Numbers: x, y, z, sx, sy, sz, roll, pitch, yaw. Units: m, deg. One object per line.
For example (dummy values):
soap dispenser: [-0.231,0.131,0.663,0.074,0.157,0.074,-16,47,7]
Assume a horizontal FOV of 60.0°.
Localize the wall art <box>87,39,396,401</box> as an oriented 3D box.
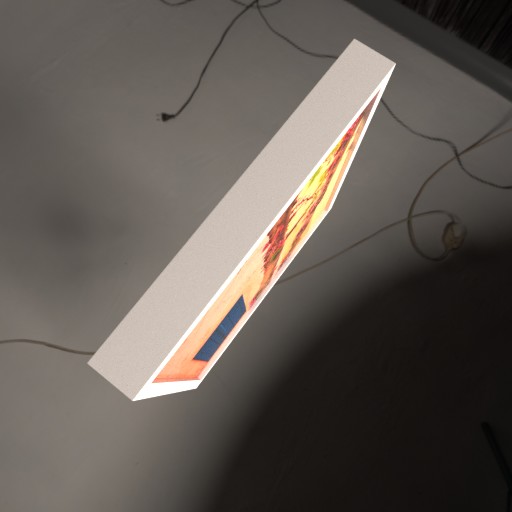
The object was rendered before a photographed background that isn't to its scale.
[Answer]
wall art: [0.000,0.000,0.453,0.038,0.302,0.305,36,78,9]
